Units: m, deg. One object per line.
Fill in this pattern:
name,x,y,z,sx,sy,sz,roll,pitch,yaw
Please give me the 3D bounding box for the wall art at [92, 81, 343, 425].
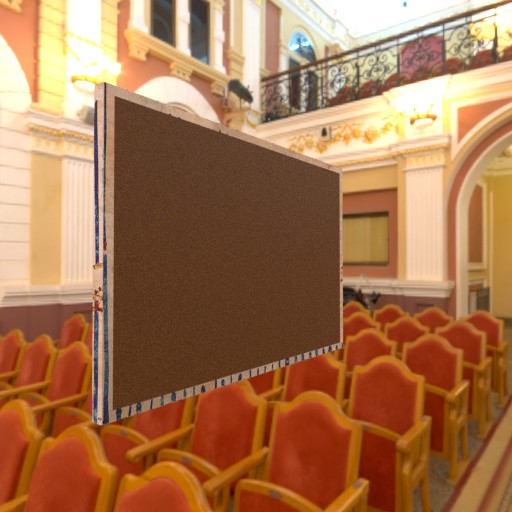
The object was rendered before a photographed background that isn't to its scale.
wall art,0.000,0.000,1.153,0.030,0.609,0.919,-1,-1,38
